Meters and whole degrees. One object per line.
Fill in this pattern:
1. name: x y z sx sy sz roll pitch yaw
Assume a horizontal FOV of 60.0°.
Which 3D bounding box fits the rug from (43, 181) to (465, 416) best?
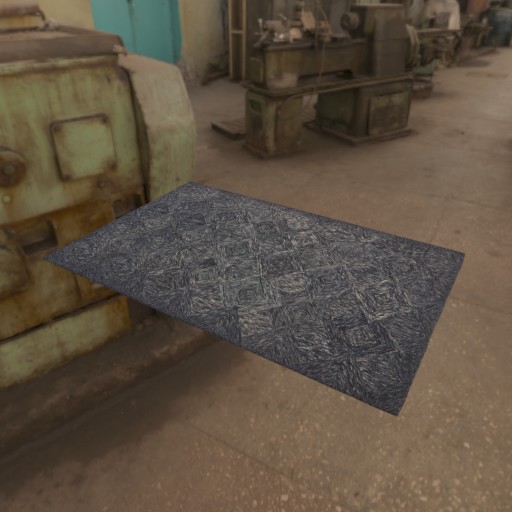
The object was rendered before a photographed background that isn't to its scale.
1. rug: 0.000 0.000 2.182 1.754 0.010 1.139 18 36 27
